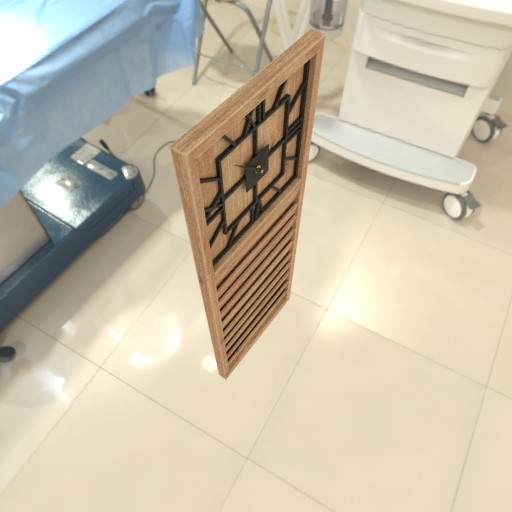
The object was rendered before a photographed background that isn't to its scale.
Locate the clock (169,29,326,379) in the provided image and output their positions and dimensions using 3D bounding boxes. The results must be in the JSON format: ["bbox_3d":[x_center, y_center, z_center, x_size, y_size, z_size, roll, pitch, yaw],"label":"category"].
[{"bbox_3d":[0.000,0.000,1.084,0.030,0.965,0.361,32,62,19],"label":"clock"}]
